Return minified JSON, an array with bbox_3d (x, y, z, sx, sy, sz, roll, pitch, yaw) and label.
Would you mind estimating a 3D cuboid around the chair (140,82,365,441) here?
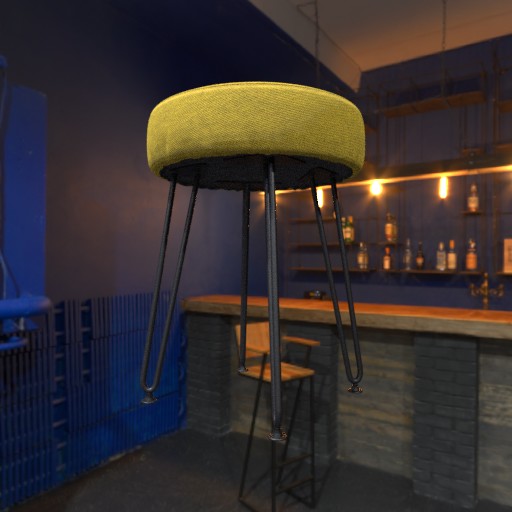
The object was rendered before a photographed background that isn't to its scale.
[{"bbox_3d":[0.000,0.000,0.721,0.345,0.455,0.345,0,-1,36],"label":"chair"}]
